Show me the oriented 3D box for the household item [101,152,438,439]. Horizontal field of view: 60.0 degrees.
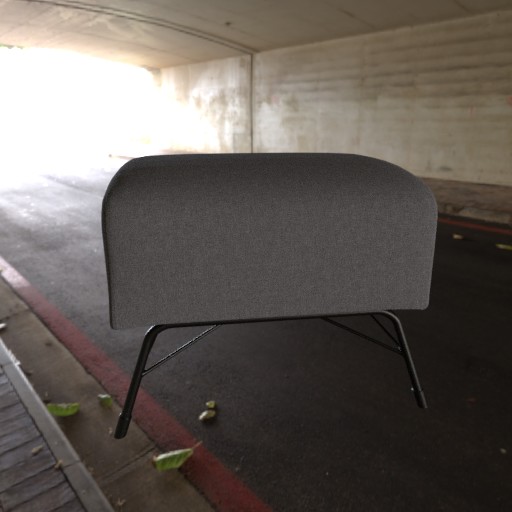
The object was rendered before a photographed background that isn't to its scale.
[{"bbox_3d":[0.000,0.000,0.916,0.530,0.410,0.530,-3,18,-8],"label":"household item"}]
